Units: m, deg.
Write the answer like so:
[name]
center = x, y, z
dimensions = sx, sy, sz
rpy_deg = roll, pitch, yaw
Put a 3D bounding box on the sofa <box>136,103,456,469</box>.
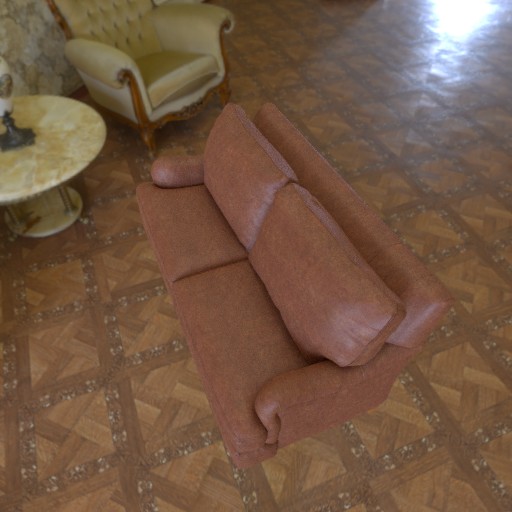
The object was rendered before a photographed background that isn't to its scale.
[sofa]
center = 0.000, 0.000, 2.834
dimensions = 1.147, 1.071, 2.144
rpy_deg = -17, 49, -16
